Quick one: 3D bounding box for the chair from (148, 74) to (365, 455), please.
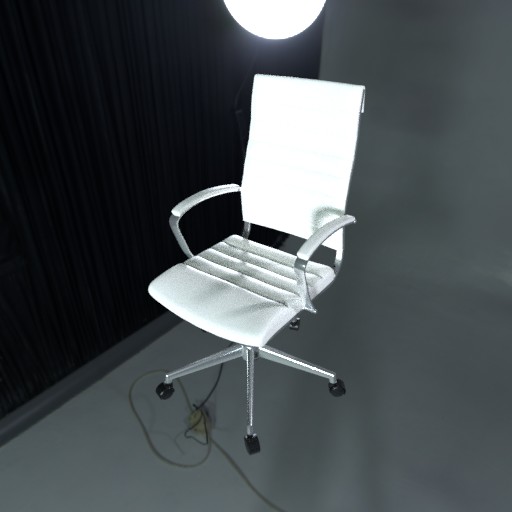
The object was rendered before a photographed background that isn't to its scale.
[{"bbox_3d":[0.000,0.000,1.638,0.766,1.149,0.739,20,36,30],"label":"chair"}]
